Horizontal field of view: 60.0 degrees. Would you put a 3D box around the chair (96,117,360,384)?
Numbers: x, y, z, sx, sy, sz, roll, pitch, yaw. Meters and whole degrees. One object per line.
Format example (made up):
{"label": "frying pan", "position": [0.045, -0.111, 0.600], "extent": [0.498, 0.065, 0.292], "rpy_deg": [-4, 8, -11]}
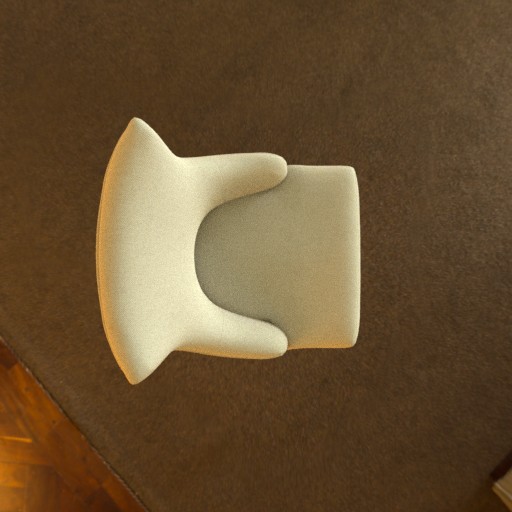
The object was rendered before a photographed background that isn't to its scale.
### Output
{"label": "chair", "position": [0.000, 0.000, 1.288], "extent": [0.629, 0.909, 0.566], "rpy_deg": [0, 89, 0]}
